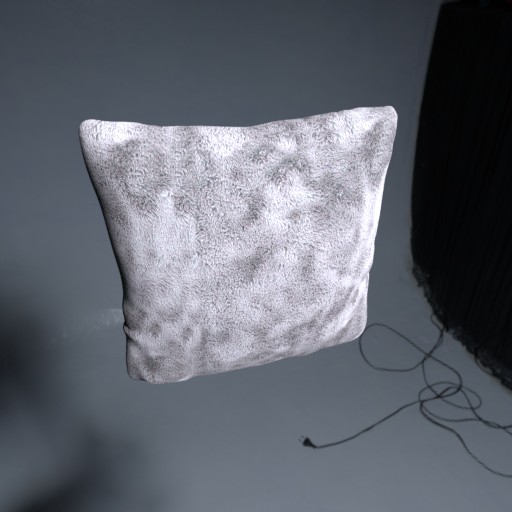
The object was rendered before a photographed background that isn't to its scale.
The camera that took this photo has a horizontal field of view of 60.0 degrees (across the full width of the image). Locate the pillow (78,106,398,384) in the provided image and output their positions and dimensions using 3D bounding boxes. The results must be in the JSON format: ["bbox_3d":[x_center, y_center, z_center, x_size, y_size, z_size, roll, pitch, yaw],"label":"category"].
[{"bbox_3d":[0.000,0.000,0.809,0.522,0.520,0.204,-9,32,-15],"label":"pillow"}]
